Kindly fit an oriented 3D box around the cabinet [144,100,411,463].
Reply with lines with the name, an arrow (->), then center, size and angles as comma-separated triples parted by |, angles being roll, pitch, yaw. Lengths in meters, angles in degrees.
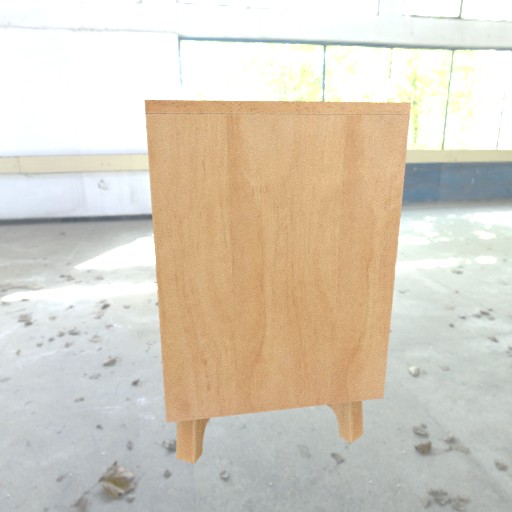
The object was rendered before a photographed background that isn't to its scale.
cabinet -> 0.000, 0.000, 0.947 | 0.394, 0.599, 0.551 | -3, 17, -10
